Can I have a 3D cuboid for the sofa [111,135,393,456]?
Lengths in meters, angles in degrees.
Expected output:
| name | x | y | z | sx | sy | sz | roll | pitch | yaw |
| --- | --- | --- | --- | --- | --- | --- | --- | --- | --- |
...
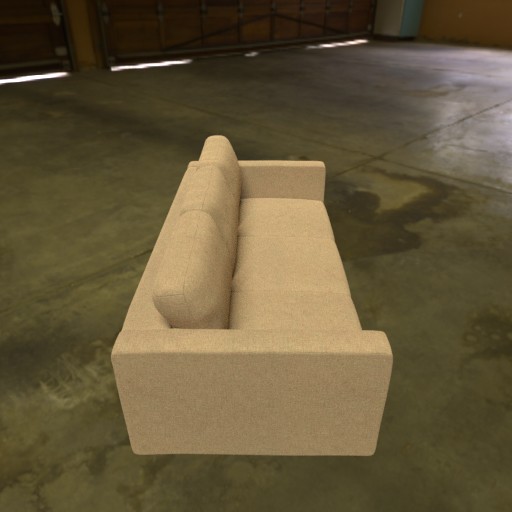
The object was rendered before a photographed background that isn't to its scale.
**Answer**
| name | x | y | z | sx | sy | sz | roll | pitch | yaw |
| --- | --- | --- | --- | --- | --- | --- | --- | --- | --- |
| sofa | 0.000 | 0.000 | 2.301 | 0.930 | 0.800 | 1.855 | 0 | 31 | 0 |
